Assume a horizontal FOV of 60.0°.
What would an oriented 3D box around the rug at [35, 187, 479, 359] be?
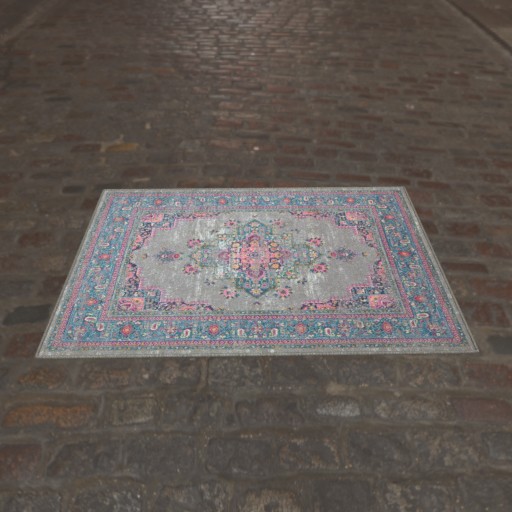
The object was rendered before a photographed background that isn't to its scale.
[{"bbox_3d":[0.000,0.000,2.152,1.748,0.014,1.144,-1,43,-1],"label":"rug"}]
